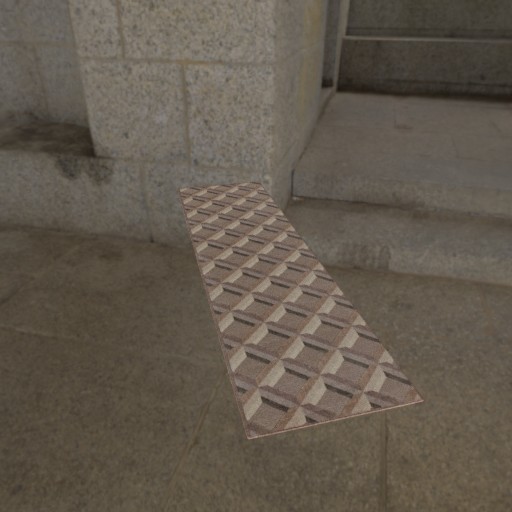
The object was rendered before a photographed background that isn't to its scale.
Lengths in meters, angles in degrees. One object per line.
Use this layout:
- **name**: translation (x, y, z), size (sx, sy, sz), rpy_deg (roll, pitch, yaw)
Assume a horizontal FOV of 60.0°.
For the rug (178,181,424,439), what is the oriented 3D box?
- **rug**: translation (0.000, 0.000, 2.616), size (0.685, 0.013, 2.437), rpy_deg (-7, 30, -12)
